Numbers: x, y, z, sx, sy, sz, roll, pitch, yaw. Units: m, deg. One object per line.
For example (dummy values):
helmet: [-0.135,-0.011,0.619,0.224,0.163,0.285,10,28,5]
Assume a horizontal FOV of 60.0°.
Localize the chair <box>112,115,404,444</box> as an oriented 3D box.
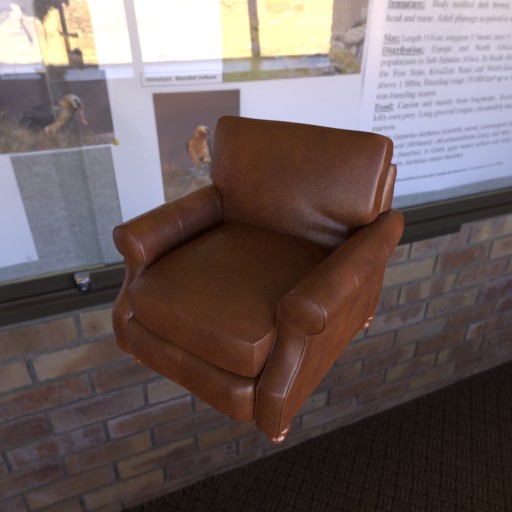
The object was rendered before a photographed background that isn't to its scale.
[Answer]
chair: [0.000,0.000,1.848,0.989,0.972,0.992,19,35,30]
